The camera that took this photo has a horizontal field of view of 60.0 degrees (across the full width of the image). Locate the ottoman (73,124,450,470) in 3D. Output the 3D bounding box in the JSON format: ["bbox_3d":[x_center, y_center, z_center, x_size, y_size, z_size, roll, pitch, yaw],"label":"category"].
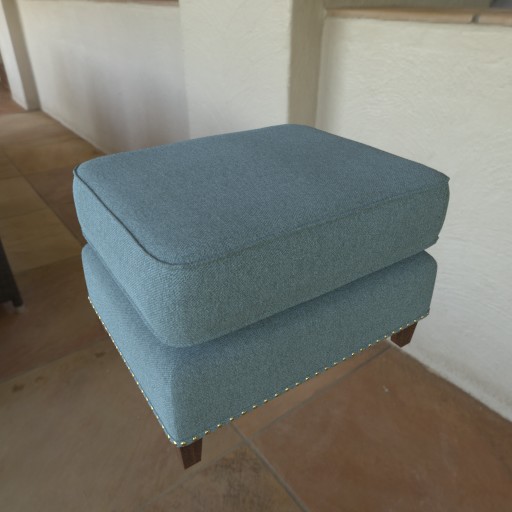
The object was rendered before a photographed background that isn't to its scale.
[{"bbox_3d":[0.000,0.000,1.113,0.738,0.537,0.589,-19,35,-29],"label":"ottoman"}]
